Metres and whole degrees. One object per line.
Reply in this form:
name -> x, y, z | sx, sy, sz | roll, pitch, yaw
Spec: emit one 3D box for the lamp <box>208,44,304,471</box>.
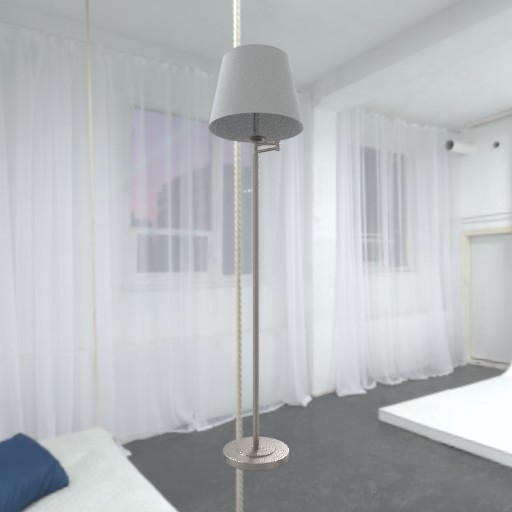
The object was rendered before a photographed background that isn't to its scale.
lamp -> 0.000, 0.000, 1.652 | 0.355, 1.473, 0.355 | 0, -2, 0
